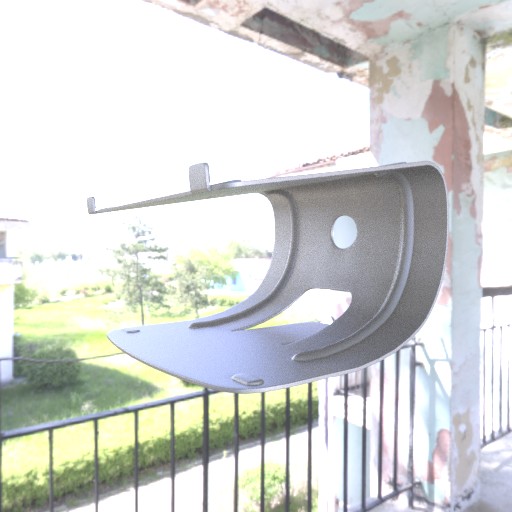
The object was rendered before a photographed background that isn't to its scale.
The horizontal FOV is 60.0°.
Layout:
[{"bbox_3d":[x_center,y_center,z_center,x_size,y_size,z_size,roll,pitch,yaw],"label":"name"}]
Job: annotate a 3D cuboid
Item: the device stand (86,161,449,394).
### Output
[{"bbox_3d":[0.000,0.000,0.403,0.236,0.155,0.256,-1,2,-36],"label":"device stand"}]
